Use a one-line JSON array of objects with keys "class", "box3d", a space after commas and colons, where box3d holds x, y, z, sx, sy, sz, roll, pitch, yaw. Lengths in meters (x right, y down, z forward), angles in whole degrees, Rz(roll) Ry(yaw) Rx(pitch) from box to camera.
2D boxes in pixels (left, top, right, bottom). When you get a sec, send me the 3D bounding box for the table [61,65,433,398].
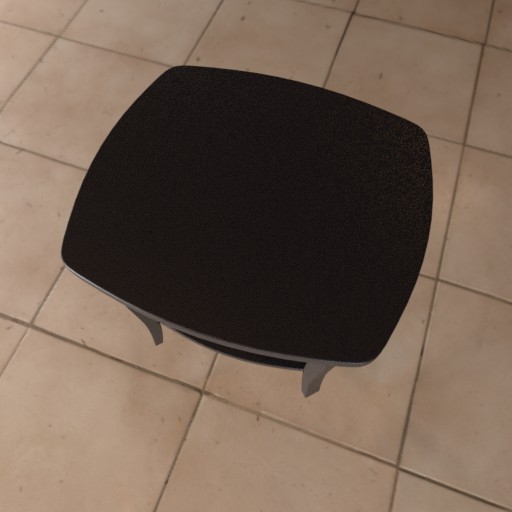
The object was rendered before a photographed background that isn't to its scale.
[{"class": "table", "box3d": [0.000, 0.000, 0.855, 0.508, 0.457, 0.457, 17, 66, 8]}]
